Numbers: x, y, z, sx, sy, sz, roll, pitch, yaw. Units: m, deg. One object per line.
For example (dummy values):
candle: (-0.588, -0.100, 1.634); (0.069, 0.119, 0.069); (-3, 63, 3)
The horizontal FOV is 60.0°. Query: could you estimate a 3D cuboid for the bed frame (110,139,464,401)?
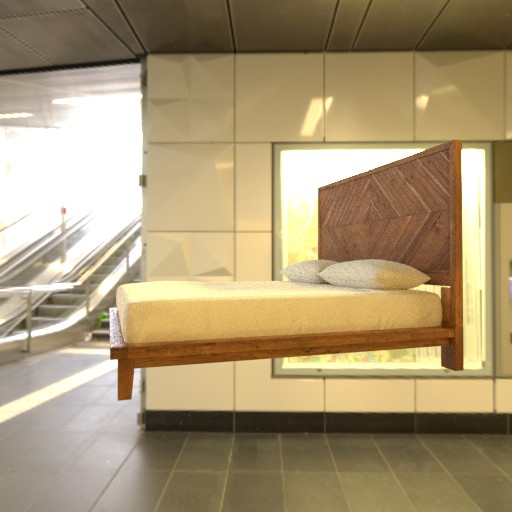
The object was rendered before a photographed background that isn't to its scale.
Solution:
bed frame: (0.000, 0.000, 3.573); (2.235, 1.537, 2.038); (0, -1, -18)
